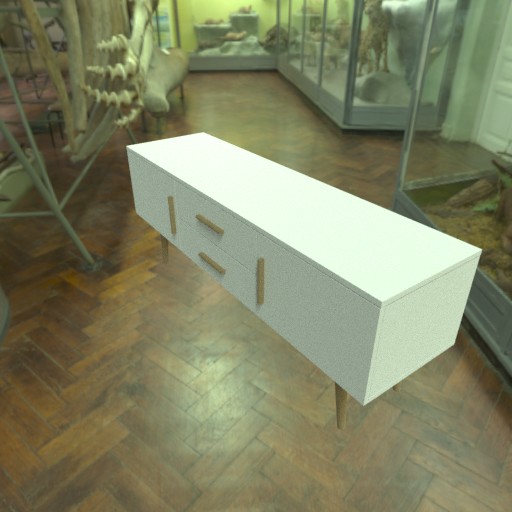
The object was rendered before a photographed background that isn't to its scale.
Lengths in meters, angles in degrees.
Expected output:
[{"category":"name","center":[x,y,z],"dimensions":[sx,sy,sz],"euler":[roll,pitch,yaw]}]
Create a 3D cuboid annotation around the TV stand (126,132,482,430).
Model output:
[{"category":"TV stand","center":[0.000,0.000,1.649],"dimensions":[0.401,0.560,1.398],"euler":[-20,36,-31]}]
